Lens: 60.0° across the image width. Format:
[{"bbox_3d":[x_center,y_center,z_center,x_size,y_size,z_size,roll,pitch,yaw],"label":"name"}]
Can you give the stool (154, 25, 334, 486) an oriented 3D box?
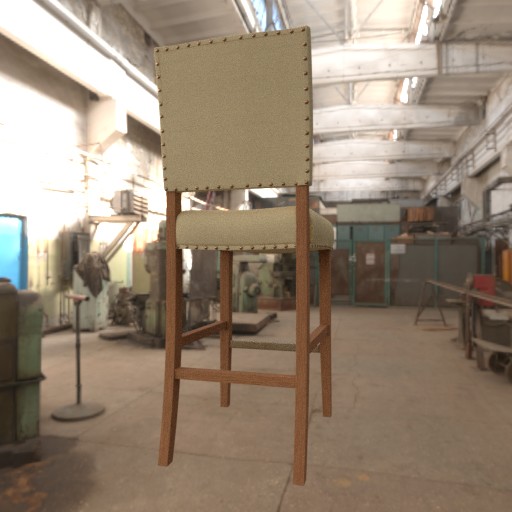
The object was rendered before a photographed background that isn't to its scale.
[{"bbox_3d":[0.000,0.000,1.431,0.445,1.168,0.584,0,-1,16],"label":"stool"}]
